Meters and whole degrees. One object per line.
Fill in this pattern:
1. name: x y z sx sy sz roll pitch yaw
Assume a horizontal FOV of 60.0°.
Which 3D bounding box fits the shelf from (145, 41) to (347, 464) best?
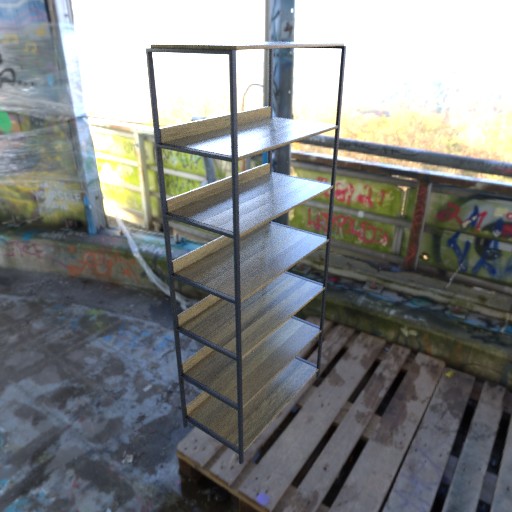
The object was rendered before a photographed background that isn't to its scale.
1. shelf: 0.000 0.000 2.328 0.431 2.015 0.847 18 32 32
